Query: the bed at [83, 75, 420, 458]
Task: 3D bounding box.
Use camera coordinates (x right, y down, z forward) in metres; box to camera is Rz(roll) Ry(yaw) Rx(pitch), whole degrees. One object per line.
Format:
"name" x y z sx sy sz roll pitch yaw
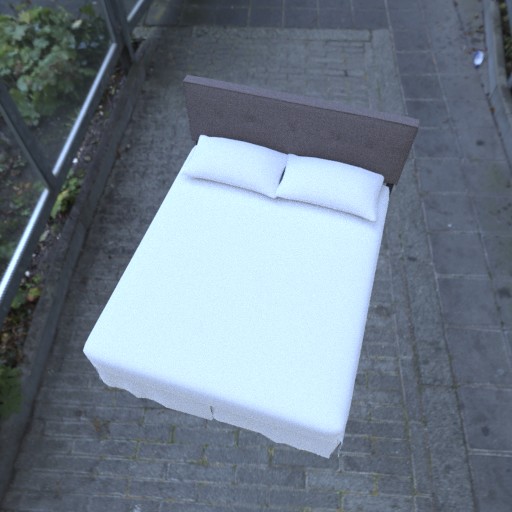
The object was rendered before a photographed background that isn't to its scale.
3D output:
"bed" 0.000 0.000 2.841 1.610 1.089 1.894 14 58 9
